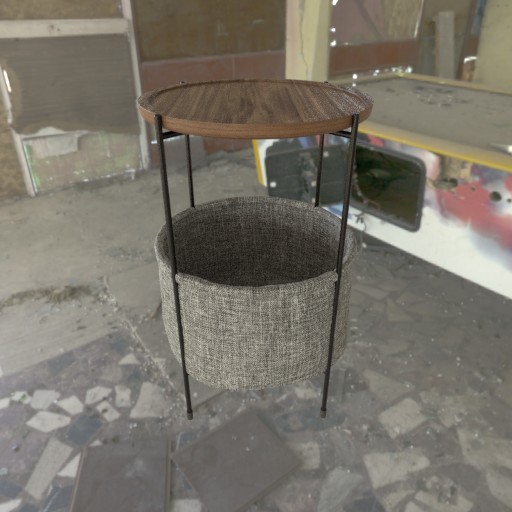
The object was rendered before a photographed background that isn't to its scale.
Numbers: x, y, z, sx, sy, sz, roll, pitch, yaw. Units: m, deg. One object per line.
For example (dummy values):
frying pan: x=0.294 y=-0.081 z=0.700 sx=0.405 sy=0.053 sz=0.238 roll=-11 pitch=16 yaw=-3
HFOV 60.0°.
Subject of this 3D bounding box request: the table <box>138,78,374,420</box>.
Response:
table: x=0.000 y=0.000 z=0.899 sx=0.400 sy=0.623 sz=0.400 roll=0 pitch=30 yaw=-1
